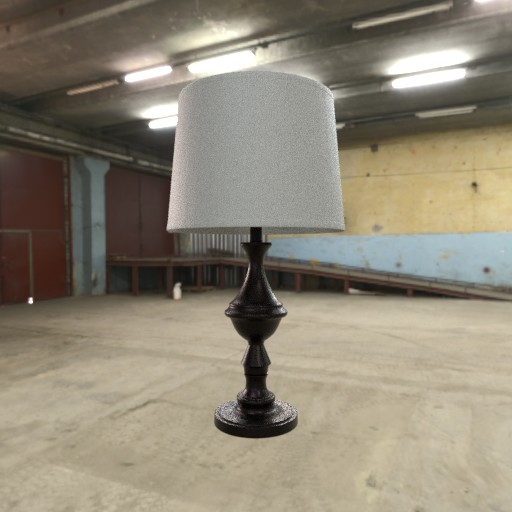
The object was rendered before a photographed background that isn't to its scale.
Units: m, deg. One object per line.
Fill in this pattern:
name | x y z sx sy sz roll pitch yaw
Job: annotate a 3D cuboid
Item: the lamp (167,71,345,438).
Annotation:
lamp | 0.000 0.000 0.971 0.383 0.726 0.383 0 1 0
